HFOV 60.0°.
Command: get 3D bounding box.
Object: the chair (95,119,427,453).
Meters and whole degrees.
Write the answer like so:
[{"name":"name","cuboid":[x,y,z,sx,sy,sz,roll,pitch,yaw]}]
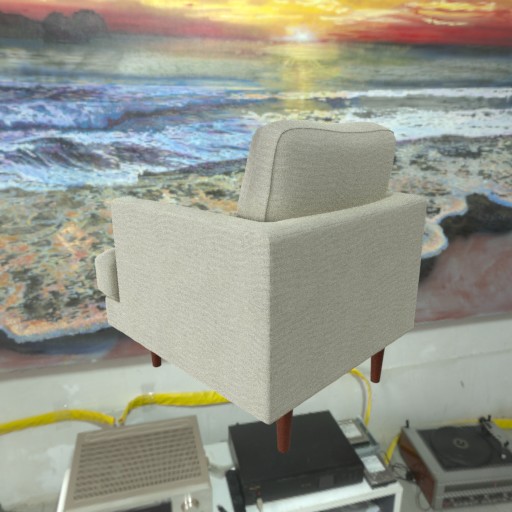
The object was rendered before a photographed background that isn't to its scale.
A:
[{"name":"chair","cuboid":[0.000,0.000,1.640,0.899,0.957,0.858,16,23,43]}]
